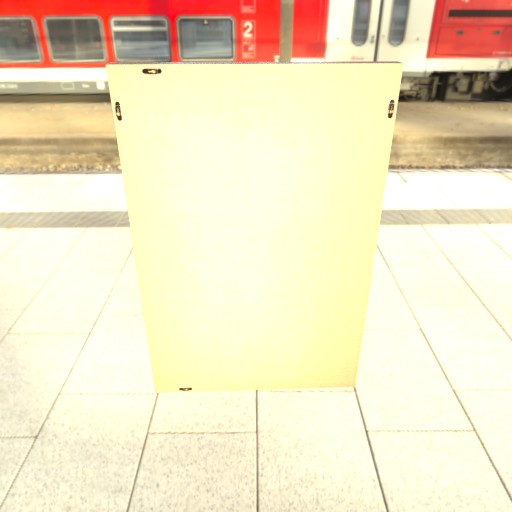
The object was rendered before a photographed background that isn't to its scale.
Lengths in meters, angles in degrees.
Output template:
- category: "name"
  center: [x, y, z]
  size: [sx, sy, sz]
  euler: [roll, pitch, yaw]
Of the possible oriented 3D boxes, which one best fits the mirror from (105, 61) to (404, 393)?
- category: "mirror"
  center: [0.000, 0.000, 1.140]
  size: [0.609, 0.915, 0.041]
  euler: [-1, 29, -2]
